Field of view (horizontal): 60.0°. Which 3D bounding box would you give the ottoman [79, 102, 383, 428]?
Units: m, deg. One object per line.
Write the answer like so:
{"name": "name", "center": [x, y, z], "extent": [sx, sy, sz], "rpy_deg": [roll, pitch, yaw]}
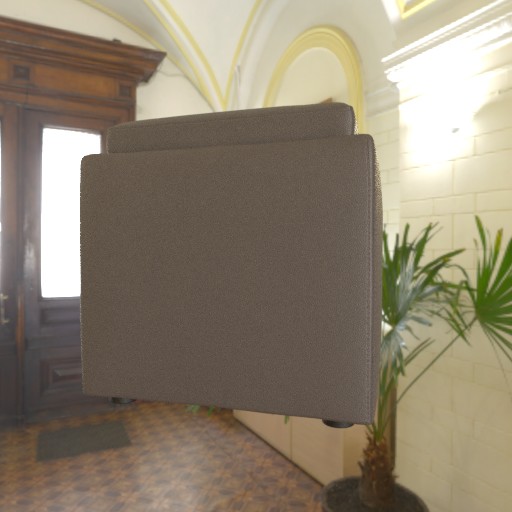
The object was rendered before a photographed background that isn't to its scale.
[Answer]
{"name": "ottoman", "center": [0.000, 0.000, 0.824], "extent": [0.451, 0.460, 0.450], "rpy_deg": [0, 1, 16]}
